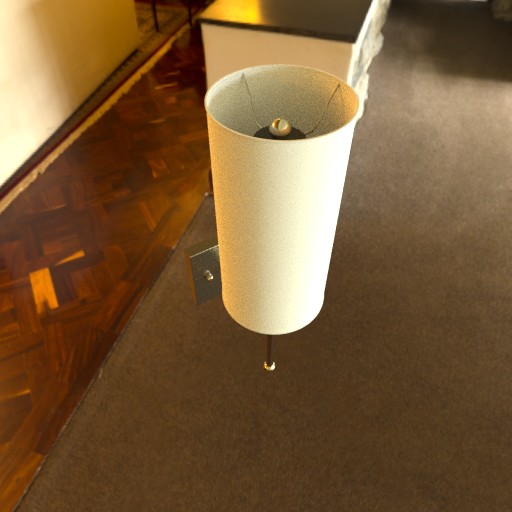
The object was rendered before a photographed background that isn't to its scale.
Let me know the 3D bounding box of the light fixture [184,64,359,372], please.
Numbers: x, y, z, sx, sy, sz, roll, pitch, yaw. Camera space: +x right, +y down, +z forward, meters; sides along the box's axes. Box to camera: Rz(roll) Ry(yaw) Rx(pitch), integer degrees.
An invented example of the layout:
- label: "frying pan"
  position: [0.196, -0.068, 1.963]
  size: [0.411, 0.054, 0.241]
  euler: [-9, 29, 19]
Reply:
- label: "light fixture"
  position: [0.000, 0.000, 0.562]
  size: [0.128, 0.462, 0.208]
  euler: [-25, 52, -21]
